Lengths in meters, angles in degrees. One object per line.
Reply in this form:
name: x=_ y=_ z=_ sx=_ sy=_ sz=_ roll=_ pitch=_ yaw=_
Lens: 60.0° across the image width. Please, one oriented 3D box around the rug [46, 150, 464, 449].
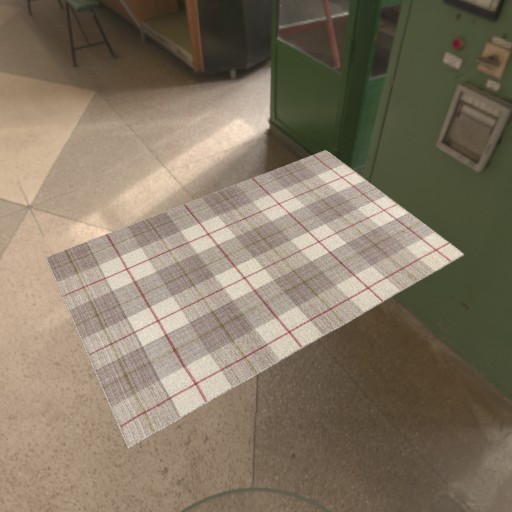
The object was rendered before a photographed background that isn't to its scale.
rug: x=0.000 y=0.000 z=3.070 sx=2.464 sy=0.010 sz=1.549 roll=-25 pitch=51 yaw=-22
